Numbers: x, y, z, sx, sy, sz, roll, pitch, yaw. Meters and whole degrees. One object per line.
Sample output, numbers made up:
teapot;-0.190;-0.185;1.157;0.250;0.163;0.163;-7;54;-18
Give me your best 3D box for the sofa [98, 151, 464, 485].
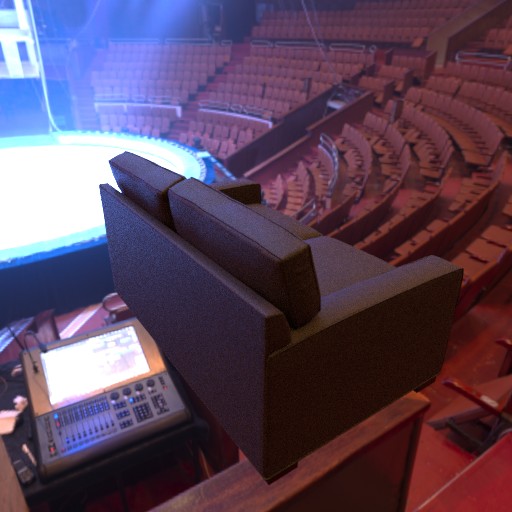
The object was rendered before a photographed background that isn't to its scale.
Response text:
sofa;0.000;0.000;2.114;0.974;0.887;1.534;-17;30;-31
